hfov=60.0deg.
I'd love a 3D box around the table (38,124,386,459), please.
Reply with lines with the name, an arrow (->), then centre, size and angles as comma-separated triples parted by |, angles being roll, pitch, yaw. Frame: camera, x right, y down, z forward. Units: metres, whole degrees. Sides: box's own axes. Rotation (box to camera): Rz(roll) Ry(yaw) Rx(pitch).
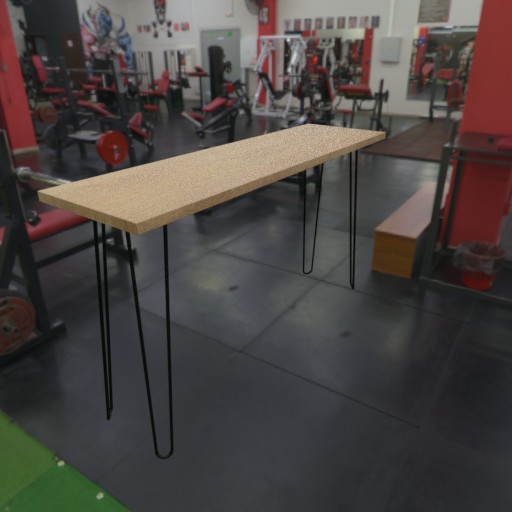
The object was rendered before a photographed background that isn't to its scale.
table -> 0.000, 0.000, 1.740 | 0.399, 0.799, 1.400 | 18, 31, 33
